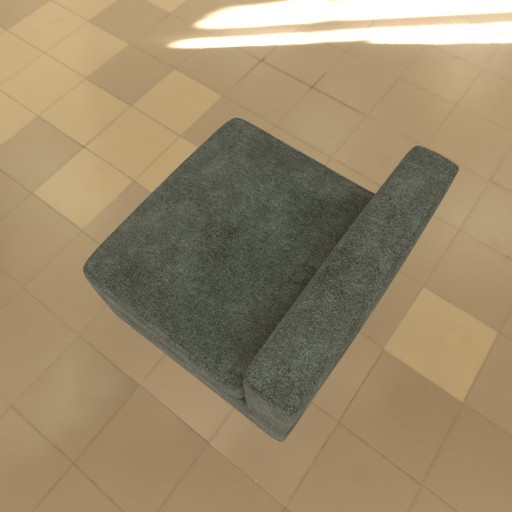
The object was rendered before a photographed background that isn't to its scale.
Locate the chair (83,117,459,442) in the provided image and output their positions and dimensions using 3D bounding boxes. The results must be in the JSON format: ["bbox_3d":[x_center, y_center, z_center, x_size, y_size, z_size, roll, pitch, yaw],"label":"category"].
[{"bbox_3d":[0.000,0.000,1.230,0.680,0.660,0.680,33,68,16],"label":"chair"}]
